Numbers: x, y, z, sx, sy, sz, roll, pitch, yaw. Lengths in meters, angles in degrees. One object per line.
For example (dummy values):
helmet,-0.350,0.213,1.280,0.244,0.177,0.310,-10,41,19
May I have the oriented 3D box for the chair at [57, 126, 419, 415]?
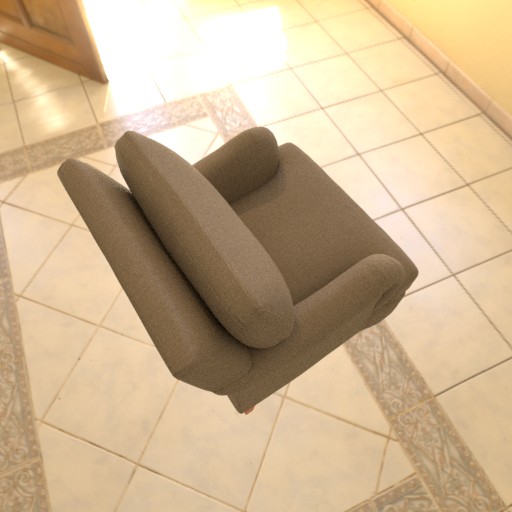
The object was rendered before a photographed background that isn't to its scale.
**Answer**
chair,0.000,0.000,1.856,1.070,1.038,0.955,-30,63,-17
